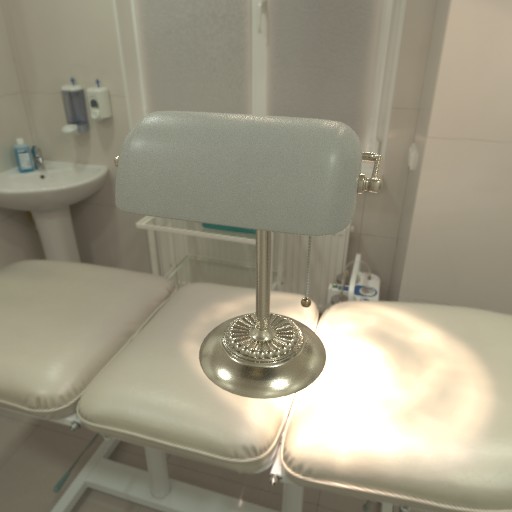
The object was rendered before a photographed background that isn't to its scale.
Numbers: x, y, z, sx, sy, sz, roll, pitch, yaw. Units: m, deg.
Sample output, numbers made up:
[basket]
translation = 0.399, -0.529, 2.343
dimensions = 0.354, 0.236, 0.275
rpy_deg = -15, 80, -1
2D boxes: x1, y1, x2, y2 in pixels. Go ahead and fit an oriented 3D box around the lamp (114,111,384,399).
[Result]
[lamp]
translation = 0.000, 0.000, 0.522
dimensions = 0.264, 0.339, 0.243
rpy_deg = 8, 29, 15
